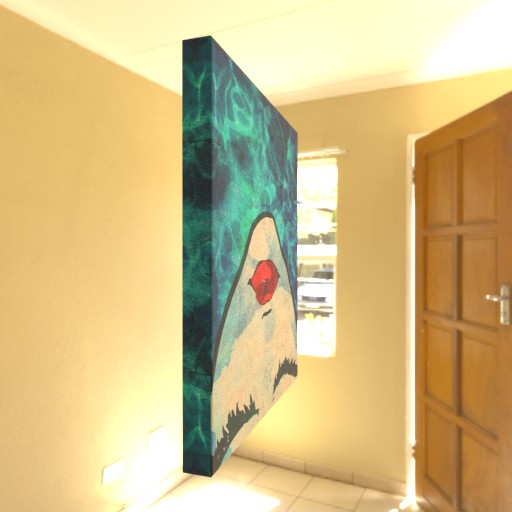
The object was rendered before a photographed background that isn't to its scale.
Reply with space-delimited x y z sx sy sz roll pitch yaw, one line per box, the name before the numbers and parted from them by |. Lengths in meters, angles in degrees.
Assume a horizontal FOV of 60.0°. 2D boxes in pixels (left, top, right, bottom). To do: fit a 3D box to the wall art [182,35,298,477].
wall art | 0.000 0.000 0.719 0.038 0.508 0.432 0 0 19
